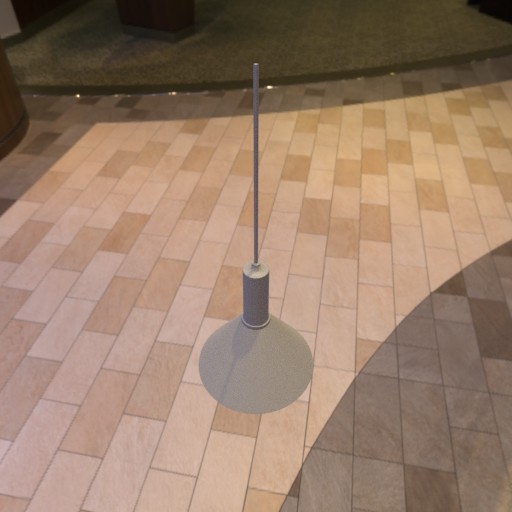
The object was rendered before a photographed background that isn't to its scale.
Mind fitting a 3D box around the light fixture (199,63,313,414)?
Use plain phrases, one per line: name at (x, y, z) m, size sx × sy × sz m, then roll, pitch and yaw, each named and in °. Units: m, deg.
light fixture at (0.000, 0.000, 0.813) m, size 0.267 × 0.683 × 0.267 m, roll -26°, pitch 48°, yaw -25°
